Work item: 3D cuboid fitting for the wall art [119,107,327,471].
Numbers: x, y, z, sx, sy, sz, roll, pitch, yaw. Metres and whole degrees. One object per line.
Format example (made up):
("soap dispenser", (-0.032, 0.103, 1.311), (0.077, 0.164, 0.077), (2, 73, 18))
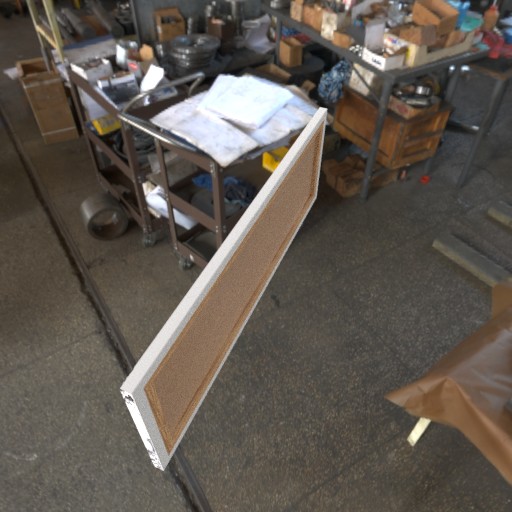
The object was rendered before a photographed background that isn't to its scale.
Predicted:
("wall art", (0.000, 0.000, 1.711), (0.039, 0.507, 1.520), (18, 48, 16))
